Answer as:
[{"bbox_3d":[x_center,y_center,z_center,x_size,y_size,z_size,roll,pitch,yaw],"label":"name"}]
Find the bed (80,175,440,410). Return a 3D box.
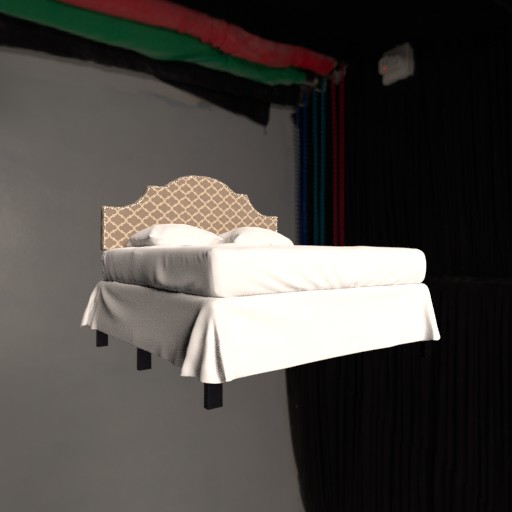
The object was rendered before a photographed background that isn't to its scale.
[{"bbox_3d":[0.000,0.000,3.736,2.314,1.601,2.222,0,1,-36],"label":"bed"}]
